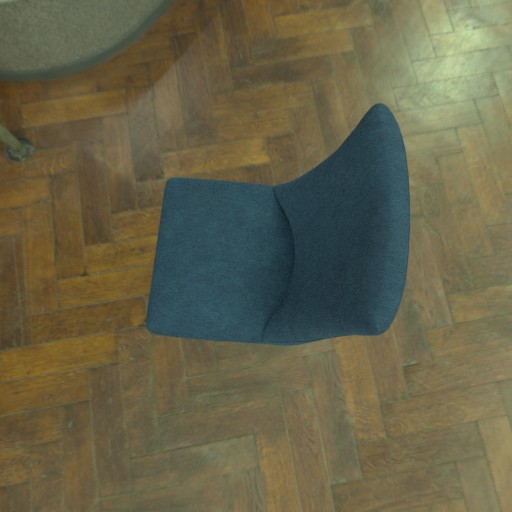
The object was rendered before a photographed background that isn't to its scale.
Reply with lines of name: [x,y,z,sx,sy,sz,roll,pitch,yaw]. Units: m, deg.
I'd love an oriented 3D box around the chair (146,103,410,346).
chair: [0.000,0.000,1.287,0.609,0.902,0.495,5,76,1]
